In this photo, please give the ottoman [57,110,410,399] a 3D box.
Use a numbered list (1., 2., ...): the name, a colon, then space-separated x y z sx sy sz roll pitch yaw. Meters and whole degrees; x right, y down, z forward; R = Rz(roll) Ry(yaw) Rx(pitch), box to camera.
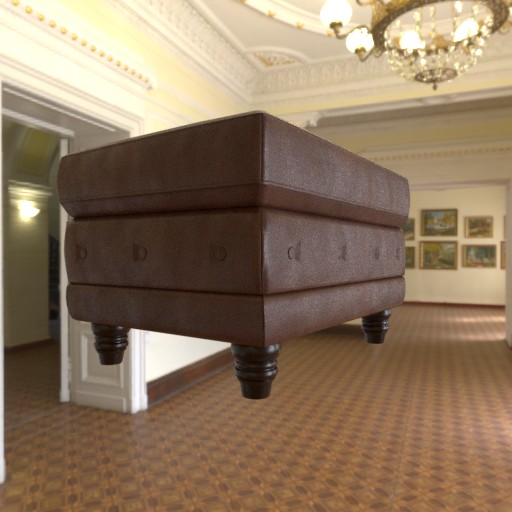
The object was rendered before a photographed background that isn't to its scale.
1. ottoman: 0.000 0.000 1.175 0.588 0.509 0.795 0 0 35
